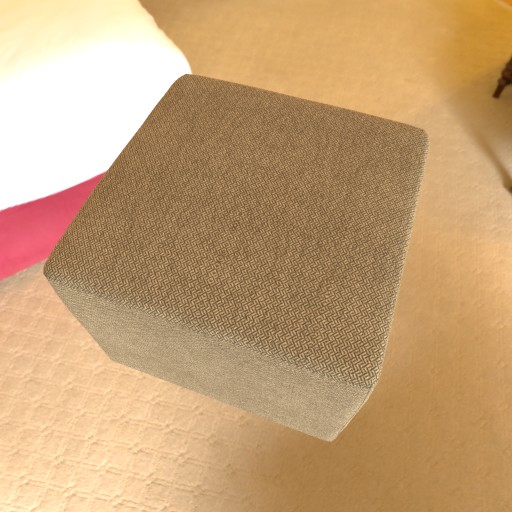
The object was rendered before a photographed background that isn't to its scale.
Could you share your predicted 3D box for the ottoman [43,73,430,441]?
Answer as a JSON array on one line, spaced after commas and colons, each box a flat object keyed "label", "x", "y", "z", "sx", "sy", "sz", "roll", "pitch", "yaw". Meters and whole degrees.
[{"label": "ottoman", "x": 0.000, "y": 0.000, "z": 0.893, "sx": 0.519, "sy": 0.453, "sz": 0.512, "roll": 17, "pitch": 60, "yaw": 10}]
